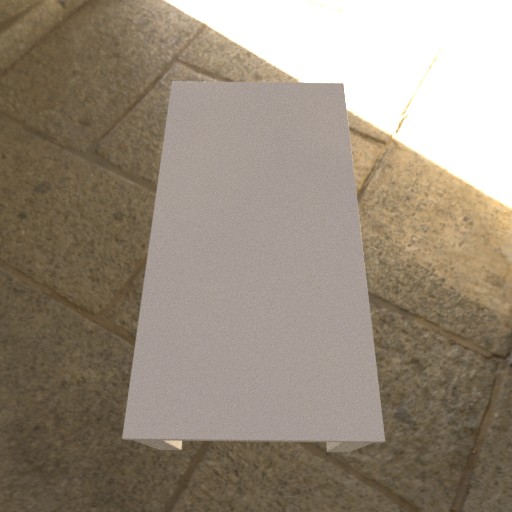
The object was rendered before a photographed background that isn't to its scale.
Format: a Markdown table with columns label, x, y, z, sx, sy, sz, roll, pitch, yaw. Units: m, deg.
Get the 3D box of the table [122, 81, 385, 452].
| label | x | y | z | sx | sy | sz | roll | pitch | yaw |
| --- | --- | --- | --- | --- | --- | --- | --- | --- | --- |
| table | 0.000 | 0.000 | 1.698 | 0.700 | 0.470 | 1.350 | 1 | 62 | 0 |
